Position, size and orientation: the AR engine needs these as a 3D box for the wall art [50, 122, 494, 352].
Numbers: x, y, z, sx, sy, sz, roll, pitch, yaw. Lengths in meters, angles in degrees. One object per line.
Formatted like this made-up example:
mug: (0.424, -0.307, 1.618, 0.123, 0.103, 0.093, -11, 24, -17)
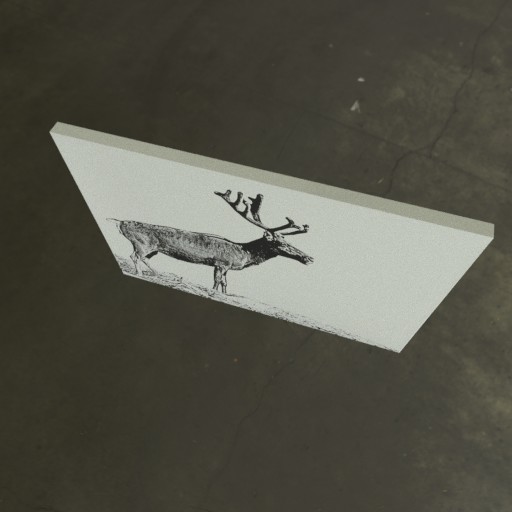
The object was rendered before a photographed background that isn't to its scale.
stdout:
wall art: (0.000, 0.000, 1.138, 0.906, 0.617, 0.033, 15, 60, 9)
